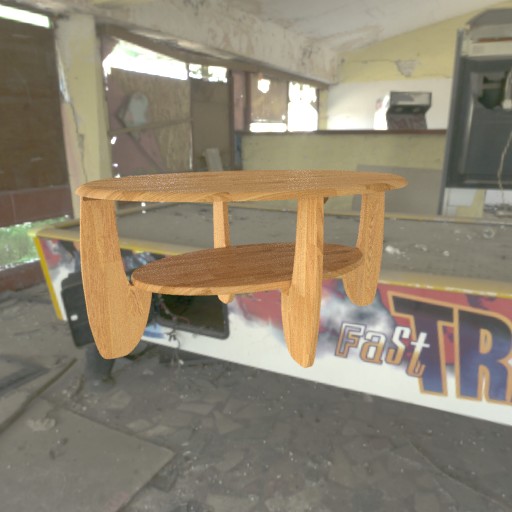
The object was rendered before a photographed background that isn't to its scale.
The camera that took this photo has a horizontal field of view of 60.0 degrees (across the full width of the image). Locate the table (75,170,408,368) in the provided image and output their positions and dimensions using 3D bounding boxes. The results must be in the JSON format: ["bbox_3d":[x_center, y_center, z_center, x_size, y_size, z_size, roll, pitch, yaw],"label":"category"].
[{"bbox_3d":[0.000,0.000,1.413,1.040,0.490,0.690,-7,17,-26],"label":"table"}]
